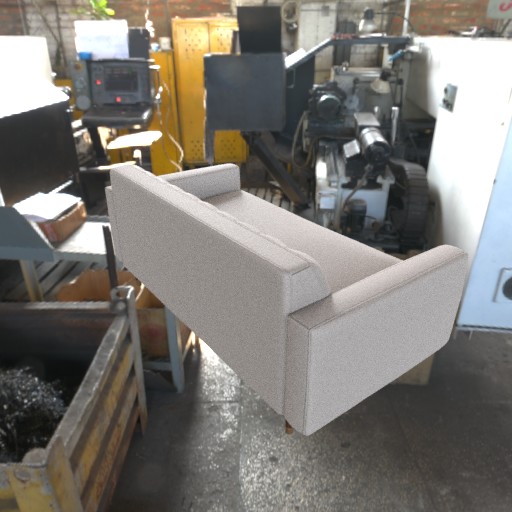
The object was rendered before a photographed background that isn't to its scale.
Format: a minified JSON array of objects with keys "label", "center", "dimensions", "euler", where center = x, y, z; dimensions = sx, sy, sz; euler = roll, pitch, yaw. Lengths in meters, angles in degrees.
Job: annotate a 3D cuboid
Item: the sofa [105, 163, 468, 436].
[{"label":"sofa","center":[0.000,0.000,2.442],"dimensions":[0.969,0.814,1.895],"euler":[-19,32,-32]}]
